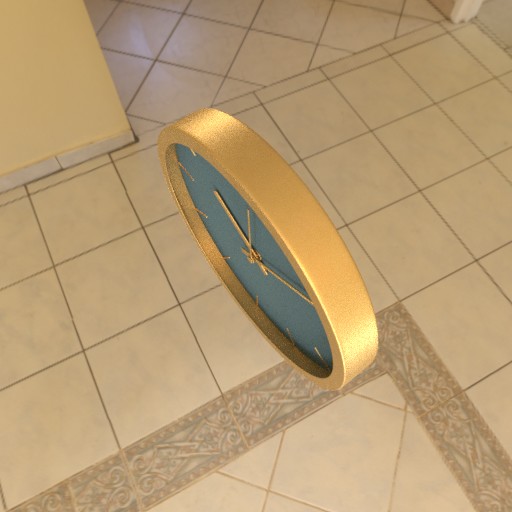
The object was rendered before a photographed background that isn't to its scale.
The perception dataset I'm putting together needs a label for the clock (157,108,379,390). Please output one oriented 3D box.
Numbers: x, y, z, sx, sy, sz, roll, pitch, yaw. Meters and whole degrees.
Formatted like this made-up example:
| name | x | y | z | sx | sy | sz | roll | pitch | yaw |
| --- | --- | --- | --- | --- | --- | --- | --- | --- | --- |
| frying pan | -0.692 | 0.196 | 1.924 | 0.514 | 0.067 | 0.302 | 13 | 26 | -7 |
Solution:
| name | x | y | z | sx | sy | sz | roll | pitch | yaw |
| --- | --- | --- | --- | --- | --- | --- | --- | --- | --- |
| clock | 0.000 | 0.000 | 0.472 | 0.040 | 0.314 | 0.314 | -34 | 69 | -15 |
